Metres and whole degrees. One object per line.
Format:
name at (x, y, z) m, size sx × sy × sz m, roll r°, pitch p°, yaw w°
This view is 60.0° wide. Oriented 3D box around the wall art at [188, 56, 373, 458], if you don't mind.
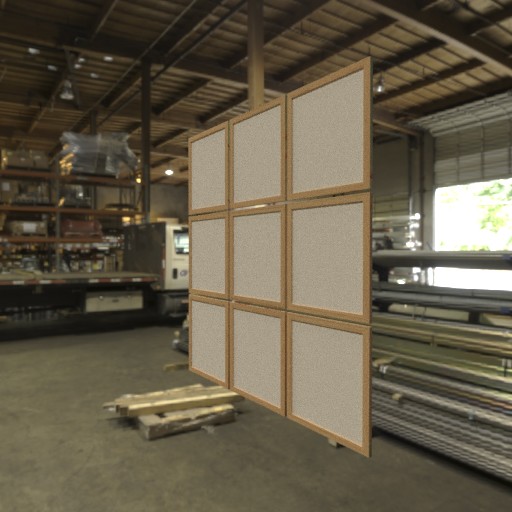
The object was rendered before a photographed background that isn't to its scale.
wall art at (0.000, 0.000, 1.843) m, size 0.013 × 1.219 × 1.214 m, roll -1°, pitch 1°, yaw -35°
